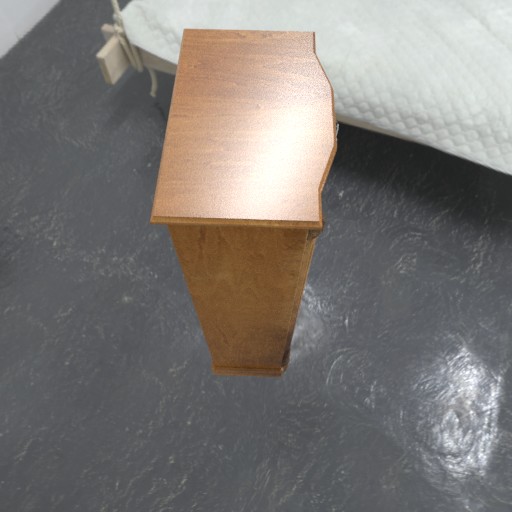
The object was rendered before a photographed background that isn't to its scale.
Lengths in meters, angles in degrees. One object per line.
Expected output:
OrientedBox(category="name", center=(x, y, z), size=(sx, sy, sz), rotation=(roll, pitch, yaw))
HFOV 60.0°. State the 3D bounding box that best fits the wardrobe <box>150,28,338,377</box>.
OrientedBox(category="wardrobe", center=(0.000, 0.000, 1.112), size=(0.273, 0.959, 0.406), rotation=(2, 62, 1))
